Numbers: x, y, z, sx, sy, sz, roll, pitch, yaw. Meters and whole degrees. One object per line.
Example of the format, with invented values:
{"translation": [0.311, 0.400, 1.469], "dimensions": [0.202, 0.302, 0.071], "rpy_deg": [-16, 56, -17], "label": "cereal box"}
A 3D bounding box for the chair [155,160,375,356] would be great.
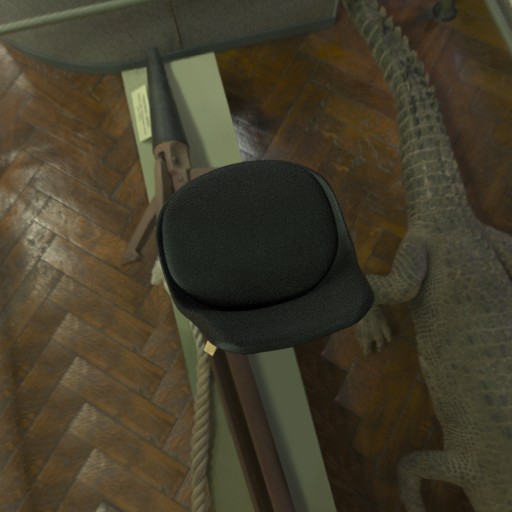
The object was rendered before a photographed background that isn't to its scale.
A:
{"translation": [0.000, 0.000, 1.181], "dimensions": [0.485, 0.850, 0.549], "rpy_deg": [-14, 75, -4], "label": "chair"}
